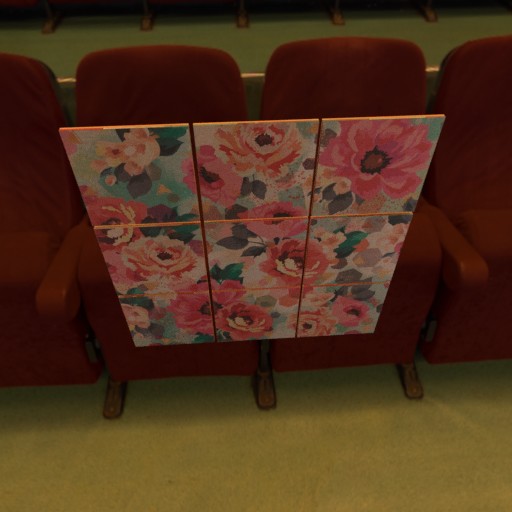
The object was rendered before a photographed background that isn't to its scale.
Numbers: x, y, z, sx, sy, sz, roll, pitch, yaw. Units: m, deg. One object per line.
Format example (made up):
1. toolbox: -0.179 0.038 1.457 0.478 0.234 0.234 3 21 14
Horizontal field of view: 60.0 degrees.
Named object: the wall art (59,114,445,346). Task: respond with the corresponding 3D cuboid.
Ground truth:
1. wall art: 0.000 0.000 1.373 0.911 0.910 0.012 -3 46 -3
